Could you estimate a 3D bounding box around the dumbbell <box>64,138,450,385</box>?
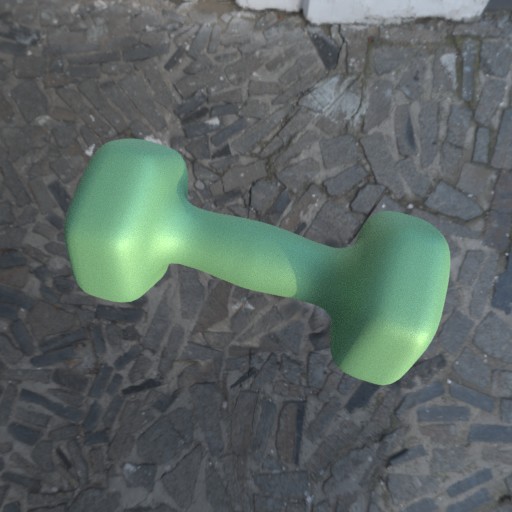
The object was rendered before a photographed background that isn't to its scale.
[{"bbox_3d":[0.000,0.000,0.330,0.260,0.117,0.129,17,77,4],"label":"dumbbell"}]
